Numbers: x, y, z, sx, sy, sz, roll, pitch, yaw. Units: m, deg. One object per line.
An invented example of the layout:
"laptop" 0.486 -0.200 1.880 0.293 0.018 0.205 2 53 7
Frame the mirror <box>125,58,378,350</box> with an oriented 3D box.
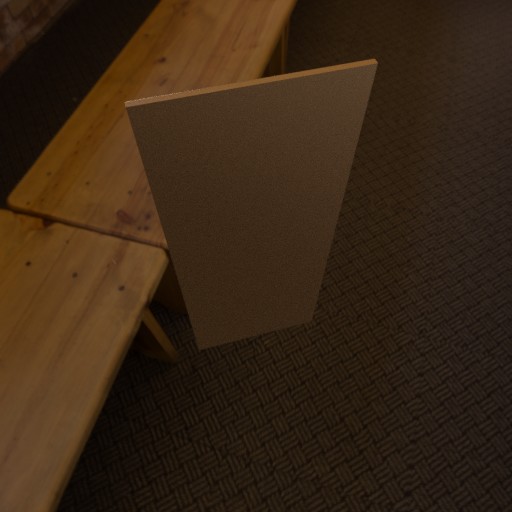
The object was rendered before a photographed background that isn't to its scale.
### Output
"mirror" 0.000 0.000 2.242 0.812 2.031 0.025 -13 59 -8
